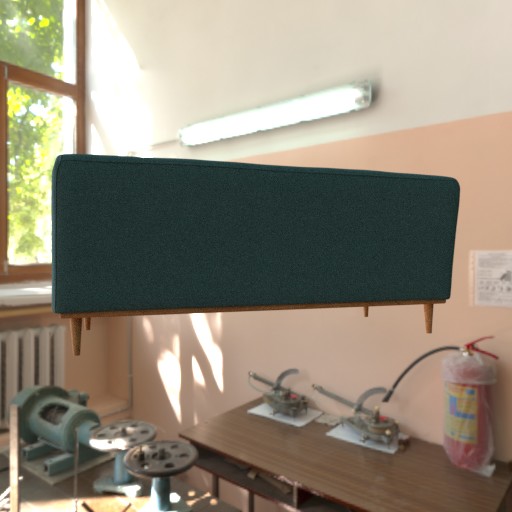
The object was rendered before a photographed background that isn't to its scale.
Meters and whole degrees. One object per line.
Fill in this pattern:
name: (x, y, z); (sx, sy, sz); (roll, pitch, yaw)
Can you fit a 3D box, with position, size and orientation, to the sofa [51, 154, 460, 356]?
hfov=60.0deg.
sofa: (0.000, 0.000, 2.523); (2.057, 0.871, 0.978); (0, 0, -17)
